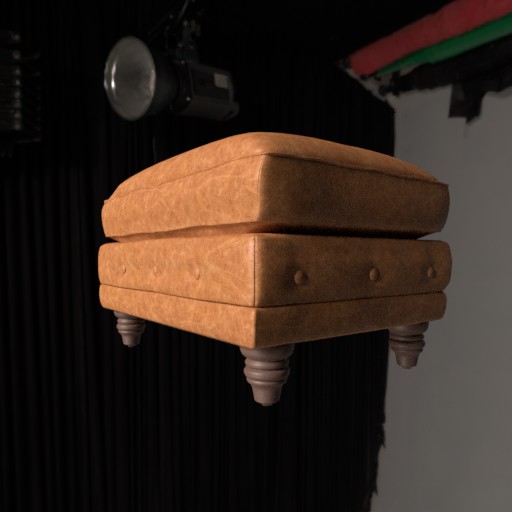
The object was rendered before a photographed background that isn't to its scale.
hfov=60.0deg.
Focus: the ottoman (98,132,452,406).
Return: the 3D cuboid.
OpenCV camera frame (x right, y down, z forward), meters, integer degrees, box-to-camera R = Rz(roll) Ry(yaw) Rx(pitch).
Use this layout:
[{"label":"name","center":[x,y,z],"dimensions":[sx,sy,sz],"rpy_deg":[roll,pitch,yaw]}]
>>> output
[{"label":"ottoman","center":[0.000,0.000,1.063],"dimensions":[0.533,0.480,0.710],"rpy_deg":[0,0,-37]}]
